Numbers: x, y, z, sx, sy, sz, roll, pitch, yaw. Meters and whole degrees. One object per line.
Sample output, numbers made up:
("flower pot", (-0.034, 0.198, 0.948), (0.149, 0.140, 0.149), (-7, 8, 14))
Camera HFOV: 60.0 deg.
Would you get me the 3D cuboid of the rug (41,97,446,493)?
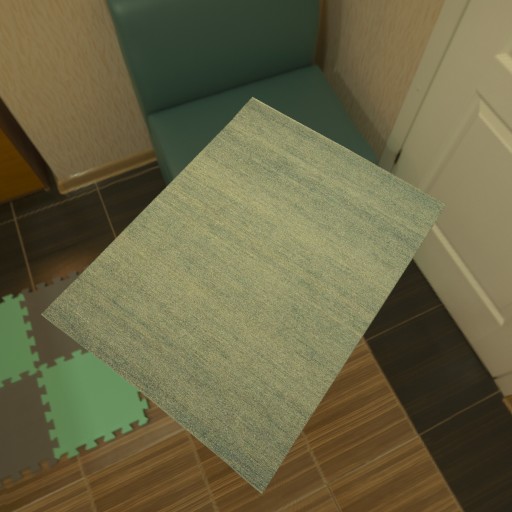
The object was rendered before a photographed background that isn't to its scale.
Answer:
("rug", (0.000, 0.000, 4.255), (2.461, 0.046, 3.237), (34, 69, 15))
